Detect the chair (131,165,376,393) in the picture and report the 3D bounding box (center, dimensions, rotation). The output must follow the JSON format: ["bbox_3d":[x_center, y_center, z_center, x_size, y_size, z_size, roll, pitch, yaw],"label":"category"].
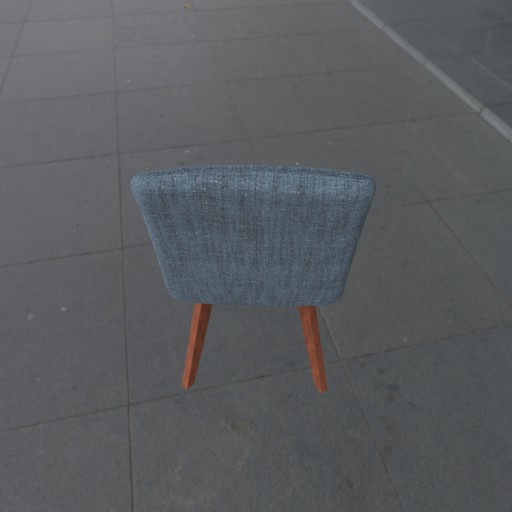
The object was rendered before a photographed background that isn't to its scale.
[{"bbox_3d":[0.000,0.000,1.338,0.522,0.974,0.563,1,47,1],"label":"chair"}]
